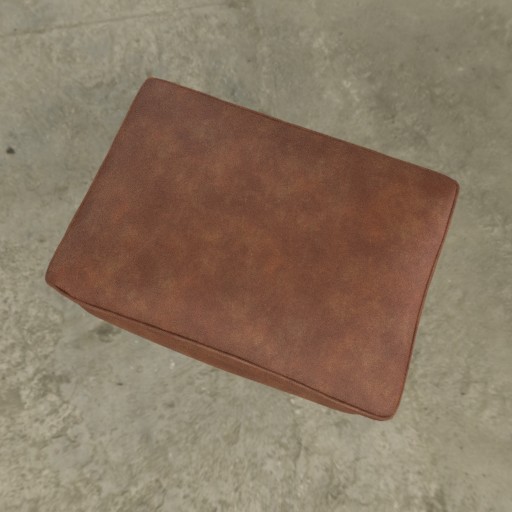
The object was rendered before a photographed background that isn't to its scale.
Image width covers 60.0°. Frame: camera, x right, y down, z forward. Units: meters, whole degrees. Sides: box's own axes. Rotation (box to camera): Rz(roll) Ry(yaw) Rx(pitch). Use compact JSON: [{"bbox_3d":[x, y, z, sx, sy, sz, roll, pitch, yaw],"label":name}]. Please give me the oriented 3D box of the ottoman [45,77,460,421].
[{"bbox_3d":[0.000,0.000,0.968,0.665,0.418,0.501,20,76,5],"label":"ottoman"}]
